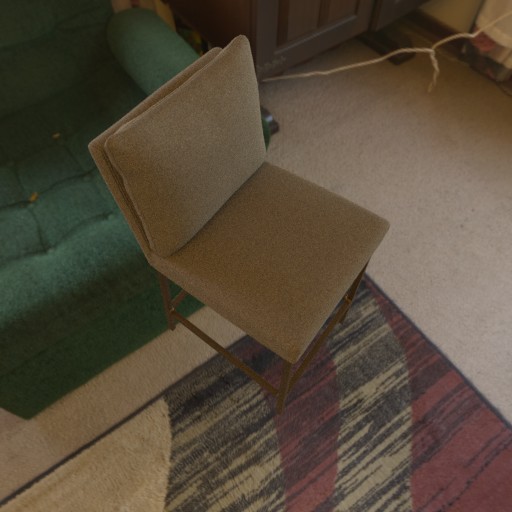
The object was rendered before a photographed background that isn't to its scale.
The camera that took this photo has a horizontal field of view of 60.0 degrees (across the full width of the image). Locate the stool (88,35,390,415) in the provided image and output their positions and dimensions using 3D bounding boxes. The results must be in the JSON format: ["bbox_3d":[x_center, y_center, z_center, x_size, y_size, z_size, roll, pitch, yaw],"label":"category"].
[{"bbox_3d":[0.000,0.000,1.292,0.569,1.030,0.463,32,63,18],"label":"stool"}]
